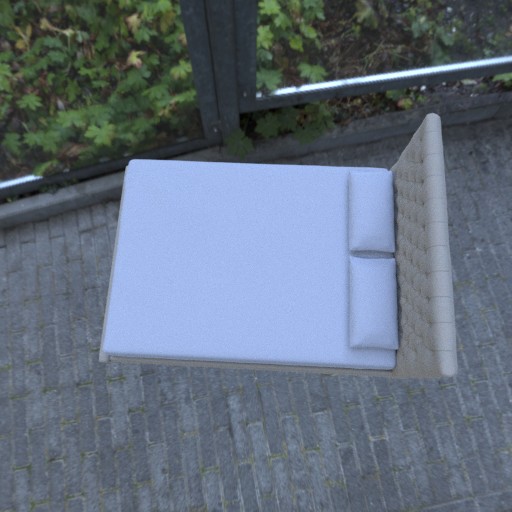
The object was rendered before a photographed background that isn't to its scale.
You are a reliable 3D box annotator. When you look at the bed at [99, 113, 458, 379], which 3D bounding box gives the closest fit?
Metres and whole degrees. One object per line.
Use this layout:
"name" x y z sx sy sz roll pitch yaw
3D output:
"bed" 0.000 0.000 3.384 2.387 1.427 1.698 3 75 1
